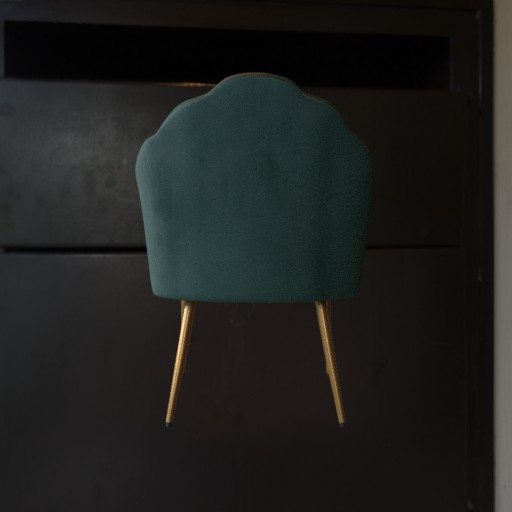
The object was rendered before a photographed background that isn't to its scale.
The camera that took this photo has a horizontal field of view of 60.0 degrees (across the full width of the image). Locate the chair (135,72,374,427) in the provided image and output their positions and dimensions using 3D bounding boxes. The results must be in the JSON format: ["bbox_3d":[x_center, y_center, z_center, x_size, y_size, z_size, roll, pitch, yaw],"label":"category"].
[{"bbox_3d":[0.000,0.000,1.274,0.657,0.819,0.599,0,0,0],"label":"chair"}]
